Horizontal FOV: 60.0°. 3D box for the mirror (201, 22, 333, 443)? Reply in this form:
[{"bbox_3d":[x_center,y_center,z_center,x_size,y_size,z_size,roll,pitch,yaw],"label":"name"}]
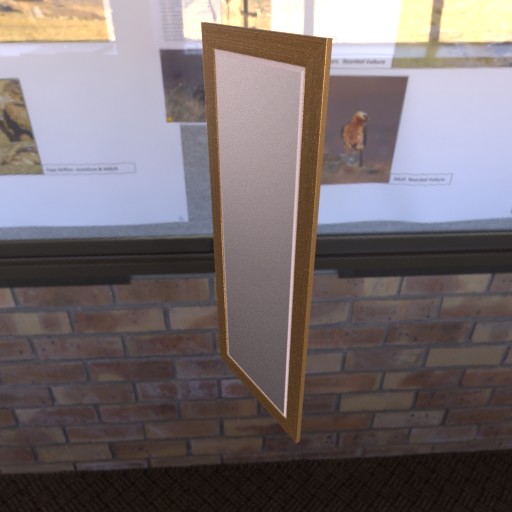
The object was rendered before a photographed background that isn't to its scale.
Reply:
[{"bbox_3d":[0.000,0.000,2.221,0.025,2.031,0.812,-20,37,-29],"label":"mirror"}]
